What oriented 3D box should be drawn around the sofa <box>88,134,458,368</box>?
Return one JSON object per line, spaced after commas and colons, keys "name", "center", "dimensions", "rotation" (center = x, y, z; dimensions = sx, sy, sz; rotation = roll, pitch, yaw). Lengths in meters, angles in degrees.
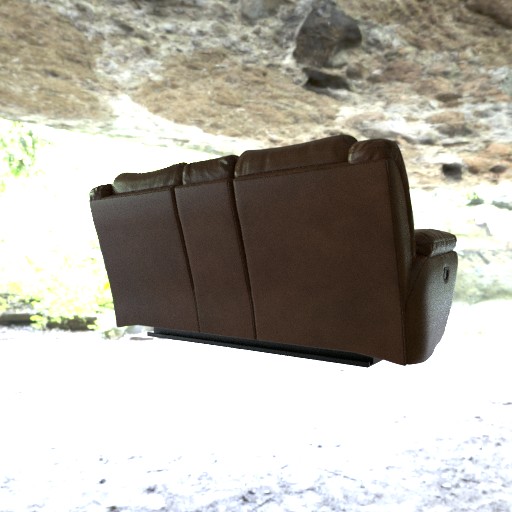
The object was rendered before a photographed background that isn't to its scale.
{"name": "sofa", "center": [0.000, 0.000, 2.624], "dimensions": [2.058, 1.043, 0.991], "rotation": [-1, -1, 36]}
